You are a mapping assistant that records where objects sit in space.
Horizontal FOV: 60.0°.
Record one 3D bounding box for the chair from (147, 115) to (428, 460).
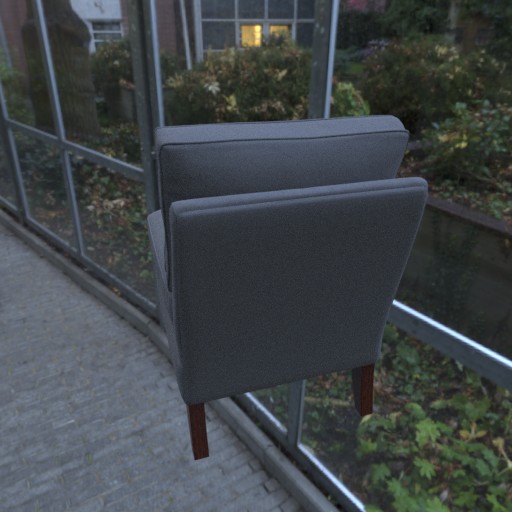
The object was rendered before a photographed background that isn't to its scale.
[{"bbox_3d":[0.000,0.000,1.635,0.724,1.045,0.924,-8,27,-16],"label":"chair"}]
